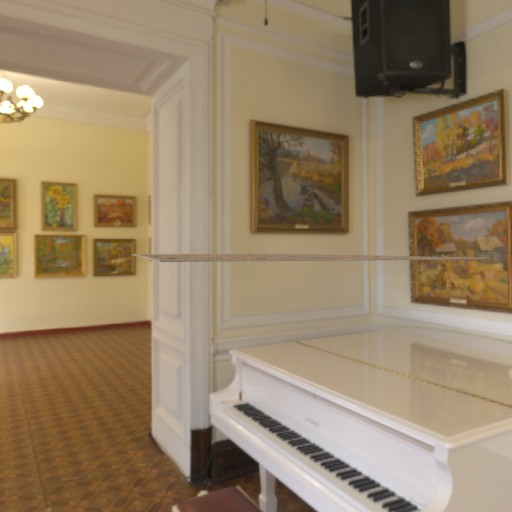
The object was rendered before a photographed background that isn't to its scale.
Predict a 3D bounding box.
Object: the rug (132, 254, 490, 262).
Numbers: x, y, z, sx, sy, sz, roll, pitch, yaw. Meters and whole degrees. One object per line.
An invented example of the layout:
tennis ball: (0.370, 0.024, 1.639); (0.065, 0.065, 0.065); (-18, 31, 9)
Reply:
rug: (0.000, 0.000, 2.994); (1.515, 0.007, 2.427); (0, 1, -18)
